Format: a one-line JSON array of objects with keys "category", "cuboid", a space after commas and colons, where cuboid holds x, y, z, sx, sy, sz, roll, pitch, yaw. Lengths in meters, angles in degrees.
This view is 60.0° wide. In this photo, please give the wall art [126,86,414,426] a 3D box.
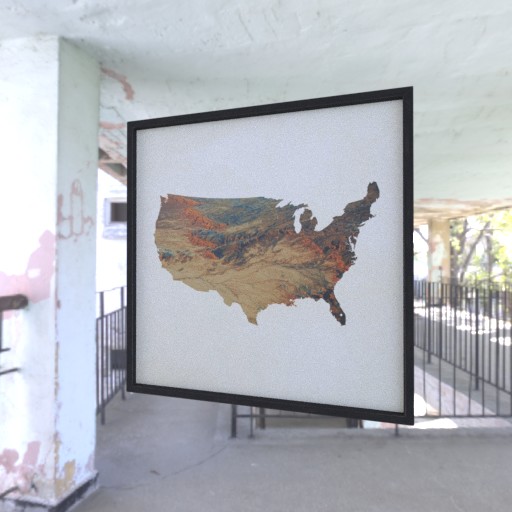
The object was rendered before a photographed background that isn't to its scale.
[{"category": "wall art", "cuboid": [0.000, 0.000, 0.453, 0.304, 0.303, 0.015, 0, -1, 20]}]
